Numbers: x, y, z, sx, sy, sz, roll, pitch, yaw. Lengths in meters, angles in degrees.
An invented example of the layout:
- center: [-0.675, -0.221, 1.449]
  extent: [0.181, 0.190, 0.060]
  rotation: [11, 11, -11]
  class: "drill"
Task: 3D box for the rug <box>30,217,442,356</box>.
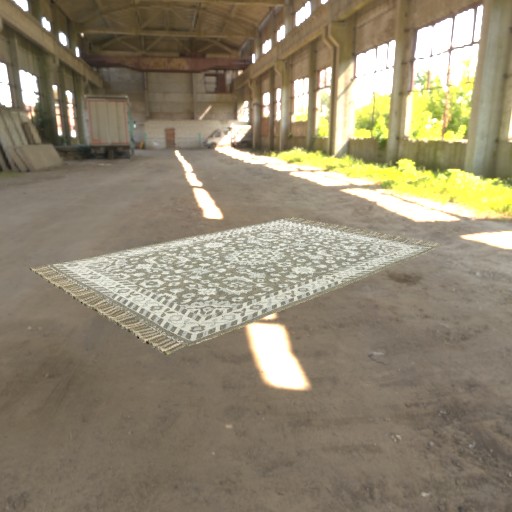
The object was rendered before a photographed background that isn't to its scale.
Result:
- center: [0.000, 0.000, 3.015]
  extent: [2.431, 0.025, 1.530]
  rotation: [-15, 22, -42]
  class: "rug"
